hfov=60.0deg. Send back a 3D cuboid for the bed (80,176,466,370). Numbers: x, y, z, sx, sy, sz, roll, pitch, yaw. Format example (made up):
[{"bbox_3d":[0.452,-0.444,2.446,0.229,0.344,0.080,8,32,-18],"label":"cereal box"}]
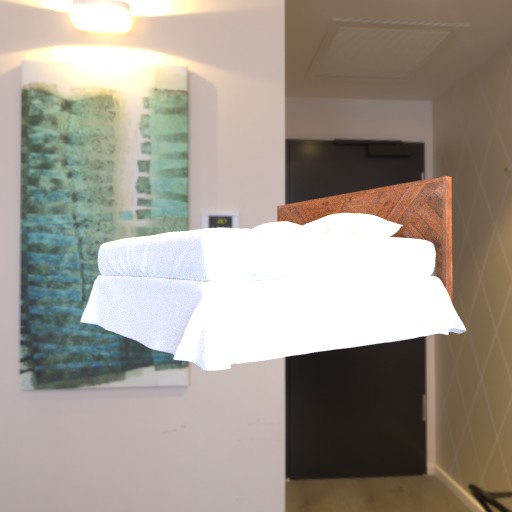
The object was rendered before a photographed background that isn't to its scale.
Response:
[{"bbox_3d":[0.000,0.000,3.477,2.165,1.158,2.255,1,-2,-35],"label":"bed"}]
